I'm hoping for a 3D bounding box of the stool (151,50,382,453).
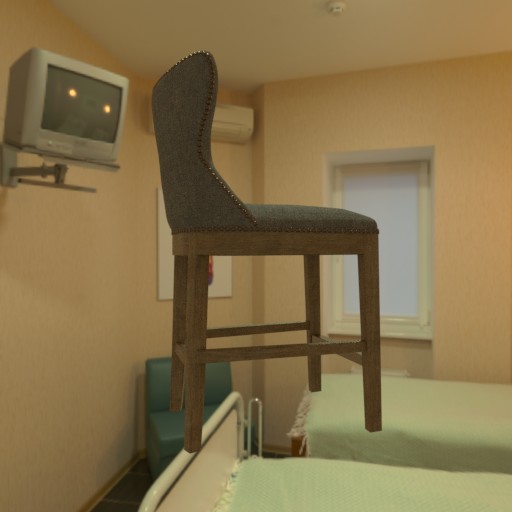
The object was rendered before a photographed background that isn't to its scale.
[{"bbox_3d":[0.000,0.000,1.328,0.608,0.981,0.498,0,0,-18],"label":"stool"}]
